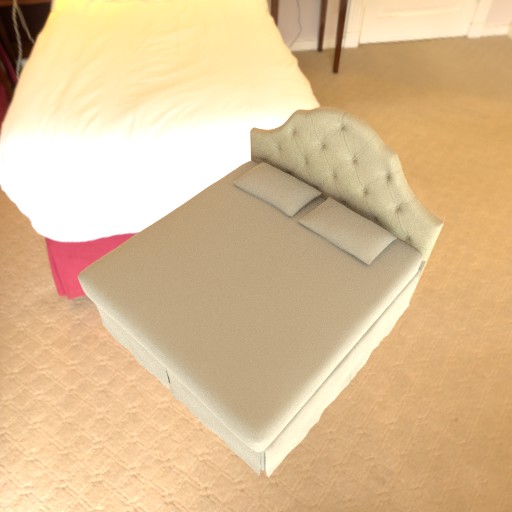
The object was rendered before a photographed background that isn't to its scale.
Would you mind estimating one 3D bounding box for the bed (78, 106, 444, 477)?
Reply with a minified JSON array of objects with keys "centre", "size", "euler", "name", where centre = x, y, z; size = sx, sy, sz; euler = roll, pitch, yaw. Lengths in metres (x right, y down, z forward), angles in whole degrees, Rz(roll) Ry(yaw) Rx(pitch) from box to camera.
[{"centre":[0.000,0.000,3.416],"size":[2.012,1.555,2.086],"euler":[34,57,26],"name":"bed"}]
